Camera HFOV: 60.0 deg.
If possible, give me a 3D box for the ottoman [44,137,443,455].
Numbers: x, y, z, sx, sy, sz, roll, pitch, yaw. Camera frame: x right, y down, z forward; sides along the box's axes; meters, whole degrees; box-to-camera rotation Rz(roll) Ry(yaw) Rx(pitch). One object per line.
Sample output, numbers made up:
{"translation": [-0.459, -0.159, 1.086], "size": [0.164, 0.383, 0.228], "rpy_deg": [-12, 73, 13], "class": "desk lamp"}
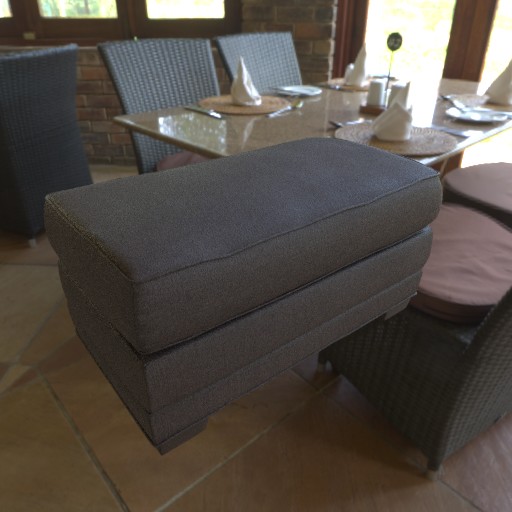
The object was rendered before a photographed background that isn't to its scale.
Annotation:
{"translation": [0.000, 0.000, 1.124], "size": [0.864, 0.448, 0.490], "rpy_deg": [-21, 36, -33], "class": "ottoman"}
